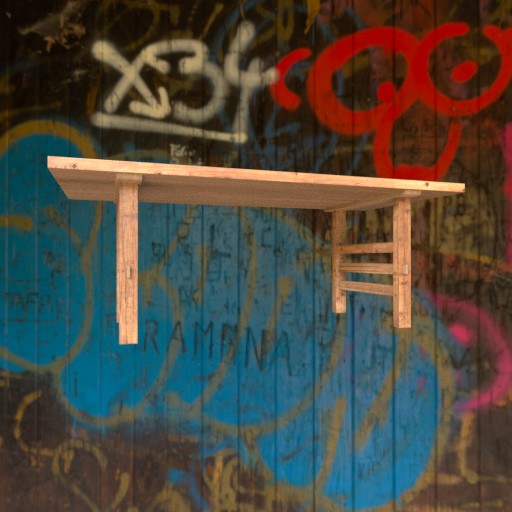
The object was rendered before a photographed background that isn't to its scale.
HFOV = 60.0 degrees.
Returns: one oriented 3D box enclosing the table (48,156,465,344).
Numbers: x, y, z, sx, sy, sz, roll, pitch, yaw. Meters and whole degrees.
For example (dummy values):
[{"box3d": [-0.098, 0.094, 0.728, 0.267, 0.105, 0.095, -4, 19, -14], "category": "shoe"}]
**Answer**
[{"box3d": [0.000, 0.000, 2.468, 2.003, 0.760, 0.952, 0, 0, -18], "category": "table"}]
